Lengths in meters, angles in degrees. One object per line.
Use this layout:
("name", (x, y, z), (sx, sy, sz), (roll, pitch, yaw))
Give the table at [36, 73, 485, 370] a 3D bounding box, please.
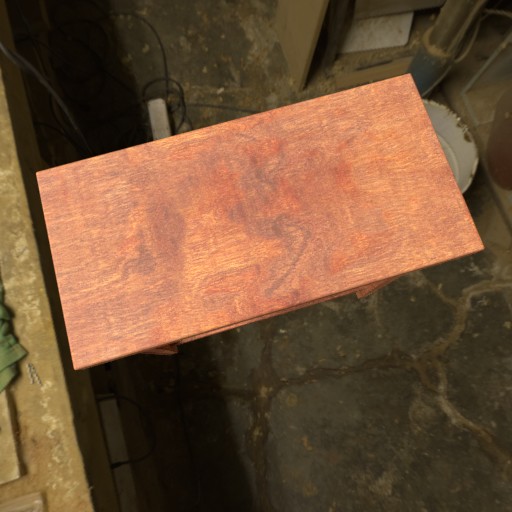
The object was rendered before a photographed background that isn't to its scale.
("table", (0.000, 0.000, 0.957), (0.610, 0.610, 0.305), (-16, 77, -4))
